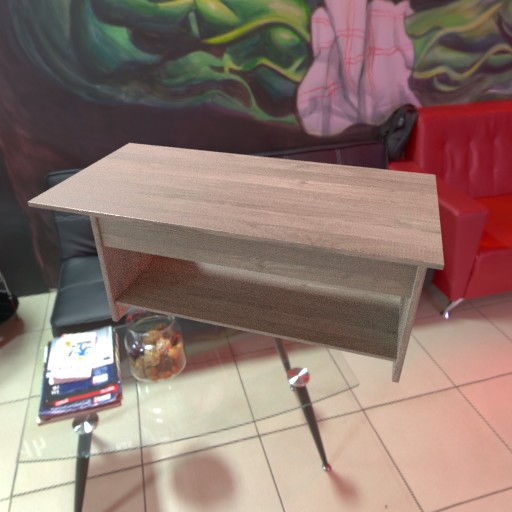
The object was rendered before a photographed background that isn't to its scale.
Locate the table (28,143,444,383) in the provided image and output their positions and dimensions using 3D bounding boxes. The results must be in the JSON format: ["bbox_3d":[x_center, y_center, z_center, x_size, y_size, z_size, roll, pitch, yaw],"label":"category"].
[{"bbox_3d":[0.000,0.000,1.444,1.000,0.570,0.712,9,33,14],"label":"table"}]
